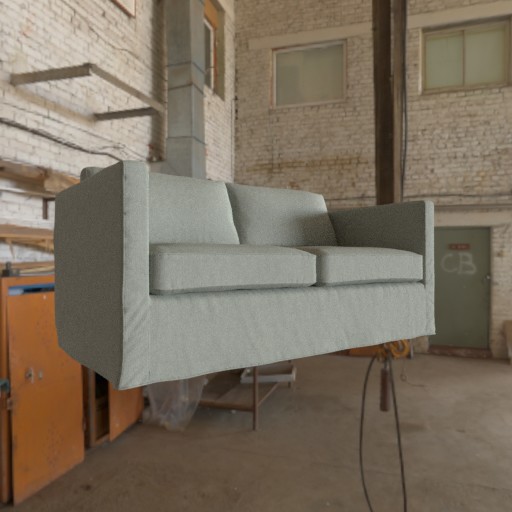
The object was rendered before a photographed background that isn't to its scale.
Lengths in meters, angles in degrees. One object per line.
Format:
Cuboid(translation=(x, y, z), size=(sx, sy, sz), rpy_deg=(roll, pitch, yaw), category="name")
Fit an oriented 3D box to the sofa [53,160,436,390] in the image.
Cuboid(translation=(0.000, 0.000, 2.223), size=(1.727, 0.830, 0.944), rpy_deg=(0, 0, -36), category="sofa")
